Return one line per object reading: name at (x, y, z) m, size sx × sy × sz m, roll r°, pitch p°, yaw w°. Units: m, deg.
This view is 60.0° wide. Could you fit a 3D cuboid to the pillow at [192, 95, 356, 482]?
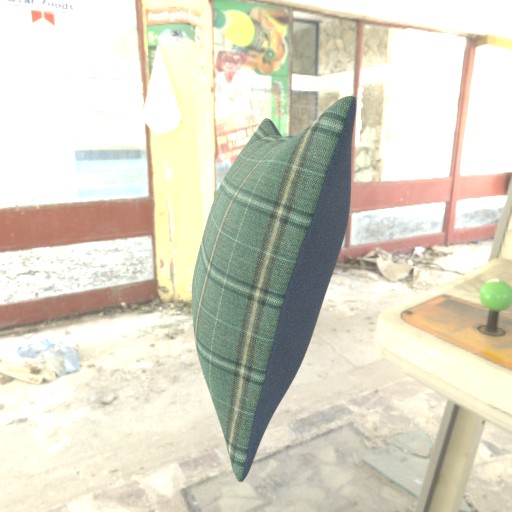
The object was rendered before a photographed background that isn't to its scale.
pillow at (0.000, 0.000, 0.684) m, size 0.200 × 0.430 × 0.453 m, roll -2°, pitch 15°, yaw -9°
